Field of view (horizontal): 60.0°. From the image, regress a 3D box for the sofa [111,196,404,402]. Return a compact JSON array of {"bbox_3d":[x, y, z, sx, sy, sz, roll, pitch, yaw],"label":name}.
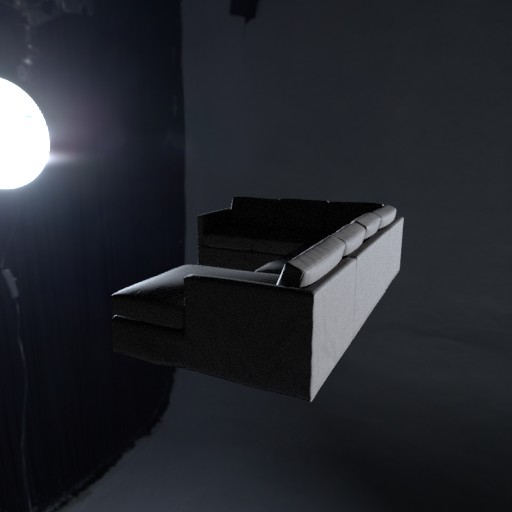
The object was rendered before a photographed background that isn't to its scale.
[{"bbox_3d":[0.000,0.000,4.605,2.427,0.882,3.460,7,15,25],"label":"sofa"}]
